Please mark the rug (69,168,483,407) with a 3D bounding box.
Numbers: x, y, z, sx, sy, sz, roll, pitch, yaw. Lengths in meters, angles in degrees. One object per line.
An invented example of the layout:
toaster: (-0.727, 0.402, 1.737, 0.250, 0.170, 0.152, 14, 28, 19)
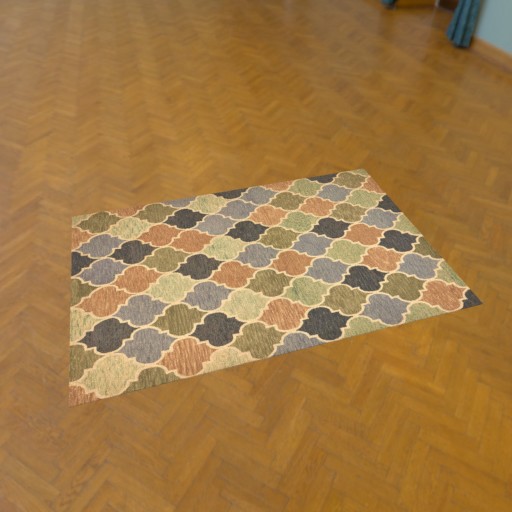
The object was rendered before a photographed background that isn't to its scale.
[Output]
rug: (0.000, 0.000, 2.288, 1.828, 0.006, 1.216, -11, 44, -12)
